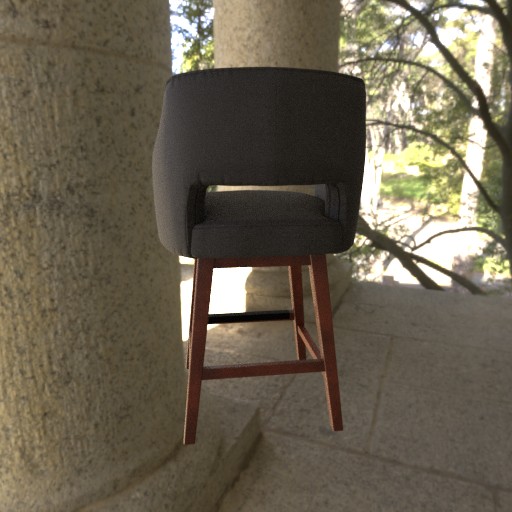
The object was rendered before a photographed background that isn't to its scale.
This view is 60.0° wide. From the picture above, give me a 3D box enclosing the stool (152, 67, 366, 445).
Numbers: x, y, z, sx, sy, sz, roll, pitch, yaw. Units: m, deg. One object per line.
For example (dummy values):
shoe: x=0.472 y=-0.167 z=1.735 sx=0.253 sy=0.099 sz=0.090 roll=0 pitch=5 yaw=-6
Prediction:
stool: x=0.000 y=0.000 z=1.251 sx=0.548 sy=0.912 sz=0.558 roll=-2 pitch=14 yaw=-8
